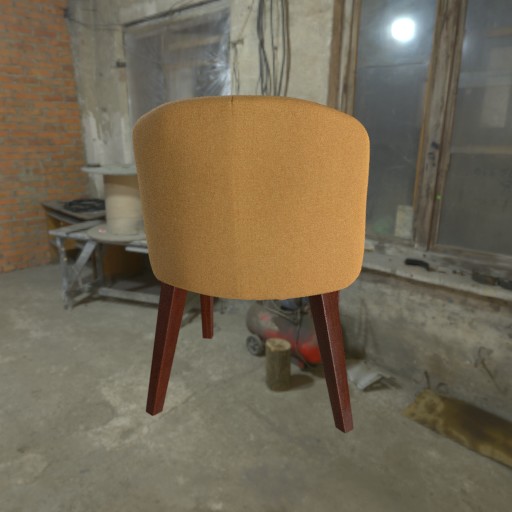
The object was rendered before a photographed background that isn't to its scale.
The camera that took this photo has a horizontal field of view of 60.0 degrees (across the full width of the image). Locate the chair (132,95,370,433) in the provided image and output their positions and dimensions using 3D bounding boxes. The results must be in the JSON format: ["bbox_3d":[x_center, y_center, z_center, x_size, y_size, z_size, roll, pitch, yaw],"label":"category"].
[{"bbox_3d":[0.000,0.000,1.245,0.583,0.811,0.655,2,16,8],"label":"chair"}]
